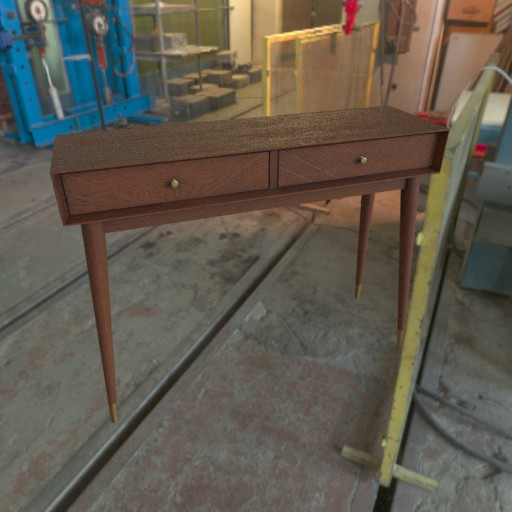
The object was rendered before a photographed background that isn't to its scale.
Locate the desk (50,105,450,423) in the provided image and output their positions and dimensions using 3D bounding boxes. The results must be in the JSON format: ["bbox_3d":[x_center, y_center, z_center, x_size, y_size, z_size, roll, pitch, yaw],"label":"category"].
[{"bbox_3d":[0.000,0.000,1.636,1.204,0.917,0.384,-10,33,-16],"label":"desk"}]
